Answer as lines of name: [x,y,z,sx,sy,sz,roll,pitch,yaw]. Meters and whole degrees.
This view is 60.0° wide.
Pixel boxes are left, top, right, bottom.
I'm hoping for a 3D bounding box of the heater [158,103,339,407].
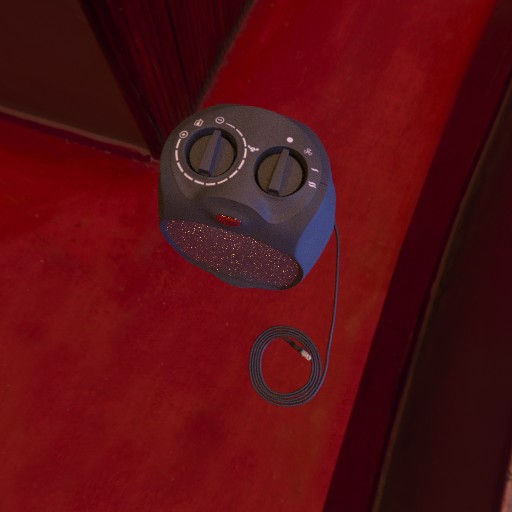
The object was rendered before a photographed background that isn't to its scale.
heater: [0.000,0.000,0.475,0.239,0.240,0.291,17,76,4]
